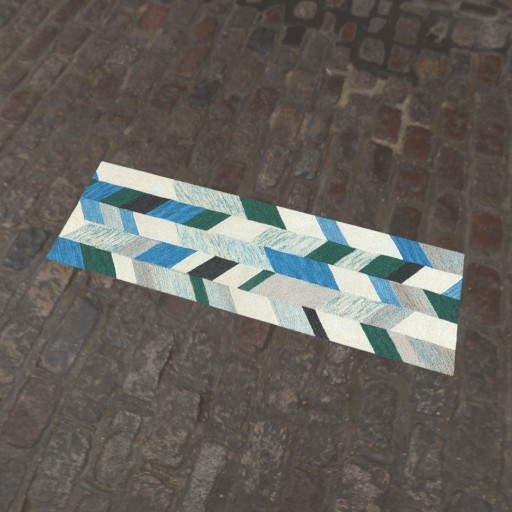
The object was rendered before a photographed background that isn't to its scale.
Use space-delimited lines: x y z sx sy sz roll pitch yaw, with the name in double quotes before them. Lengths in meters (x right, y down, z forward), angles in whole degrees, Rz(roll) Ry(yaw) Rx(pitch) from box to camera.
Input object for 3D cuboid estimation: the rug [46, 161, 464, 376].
"rug" 0.000 0.000 2.695 2.437 0.008 0.774 15 64 8
